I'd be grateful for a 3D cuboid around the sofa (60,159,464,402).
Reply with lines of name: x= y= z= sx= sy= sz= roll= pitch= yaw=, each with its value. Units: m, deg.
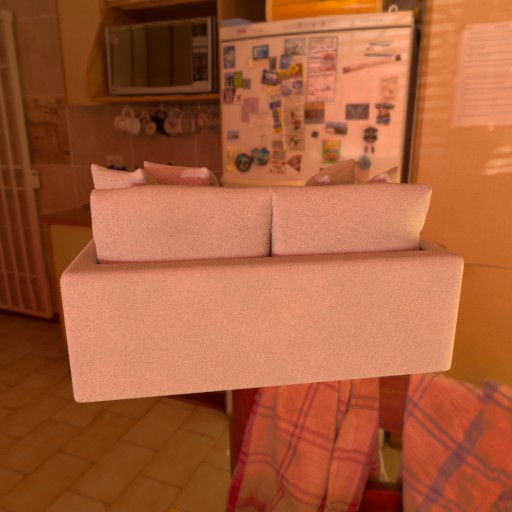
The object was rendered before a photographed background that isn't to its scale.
sofa: x=0.000 y=0.000 z=2.584 sx=1.869 sy=1.080 sz=1.228 roll=-2 pitch=15 yaw=-9
